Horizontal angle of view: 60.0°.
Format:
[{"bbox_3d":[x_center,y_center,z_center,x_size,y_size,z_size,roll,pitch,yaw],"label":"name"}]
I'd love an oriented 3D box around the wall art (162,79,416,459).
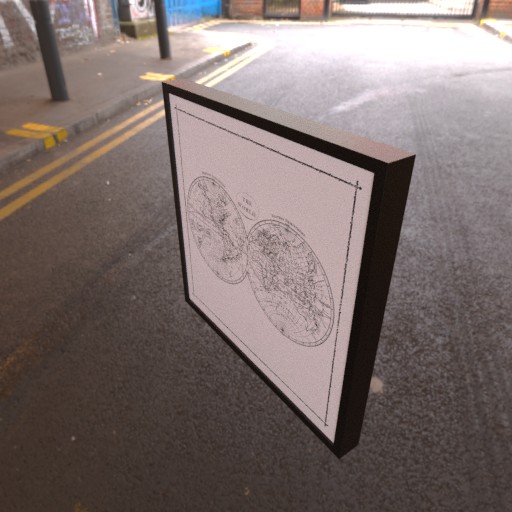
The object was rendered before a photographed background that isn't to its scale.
[{"bbox_3d":[0.000,0.000,0.490,0.029,0.318,0.327,-21,38,-30],"label":"wall art"}]
